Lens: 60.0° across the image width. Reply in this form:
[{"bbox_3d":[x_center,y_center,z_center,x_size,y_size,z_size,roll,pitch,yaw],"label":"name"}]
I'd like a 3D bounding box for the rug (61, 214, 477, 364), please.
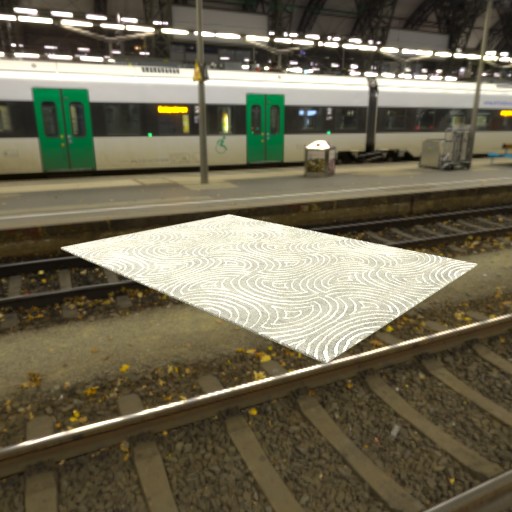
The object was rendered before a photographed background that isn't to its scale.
[{"bbox_3d":[0.000,0.000,2.793,2.144,0.015,1.543,15,23,41],"label":"rug"}]
